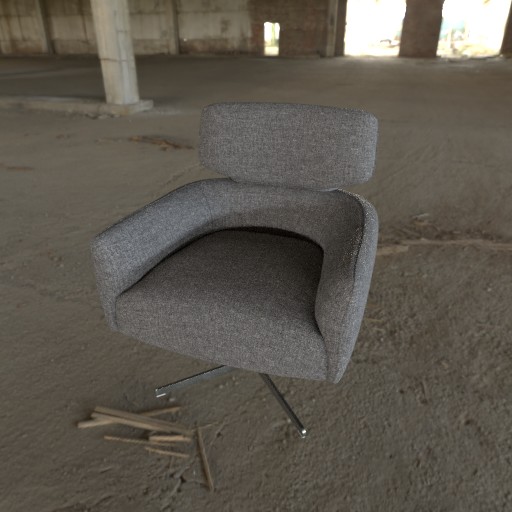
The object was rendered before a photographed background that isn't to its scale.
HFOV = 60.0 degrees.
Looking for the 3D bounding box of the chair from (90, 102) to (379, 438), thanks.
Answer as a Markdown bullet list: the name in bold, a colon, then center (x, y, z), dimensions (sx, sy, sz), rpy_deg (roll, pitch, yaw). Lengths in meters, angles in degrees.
- **chair**: center (0.000, 0.000, 1.354), dimensions (0.706, 0.812, 0.715), rpy_deg (9, 28, 17)
